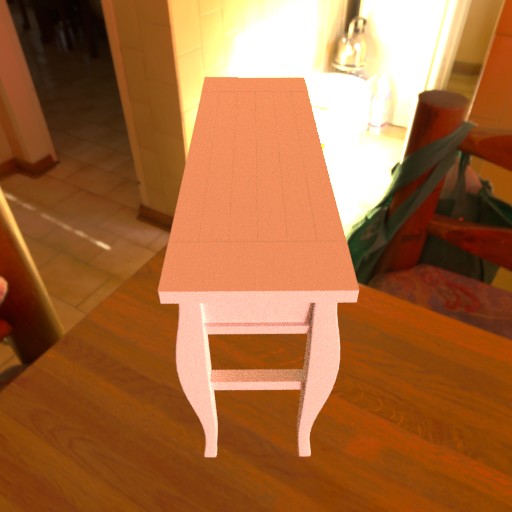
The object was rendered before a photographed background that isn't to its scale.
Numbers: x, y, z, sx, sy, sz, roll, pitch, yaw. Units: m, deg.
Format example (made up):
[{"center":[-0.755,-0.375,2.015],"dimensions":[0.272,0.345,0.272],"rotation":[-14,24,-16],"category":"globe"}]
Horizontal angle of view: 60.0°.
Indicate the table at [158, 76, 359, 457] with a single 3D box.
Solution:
[{"center":[0.000,0.000,1.434],"dimensions":[0.373,0.768,1.062],"rotation":[0,41,0],"category":"table"}]
